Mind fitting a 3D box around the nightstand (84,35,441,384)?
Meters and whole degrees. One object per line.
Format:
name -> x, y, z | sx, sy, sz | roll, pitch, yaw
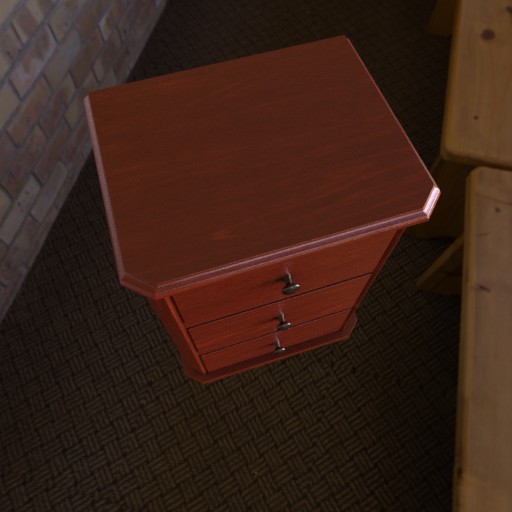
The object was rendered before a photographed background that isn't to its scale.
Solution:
nightstand -> 0.000, 0.000, 0.917 | 0.435, 0.681, 0.351 | -16, 65, -8
